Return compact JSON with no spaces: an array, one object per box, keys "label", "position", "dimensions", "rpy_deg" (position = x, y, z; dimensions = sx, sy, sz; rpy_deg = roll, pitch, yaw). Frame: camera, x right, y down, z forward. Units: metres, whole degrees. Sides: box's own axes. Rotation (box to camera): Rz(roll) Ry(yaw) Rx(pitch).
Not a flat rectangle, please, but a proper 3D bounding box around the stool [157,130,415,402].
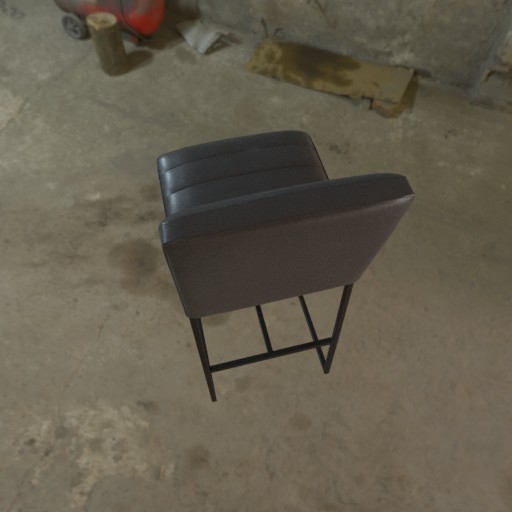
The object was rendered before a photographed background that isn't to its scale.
[{"label":"stool","position":[0.000,0.000,1.300],"dimensions":[0.457,1.040,0.552],"rpy_deg":[-12,57,-8]}]
